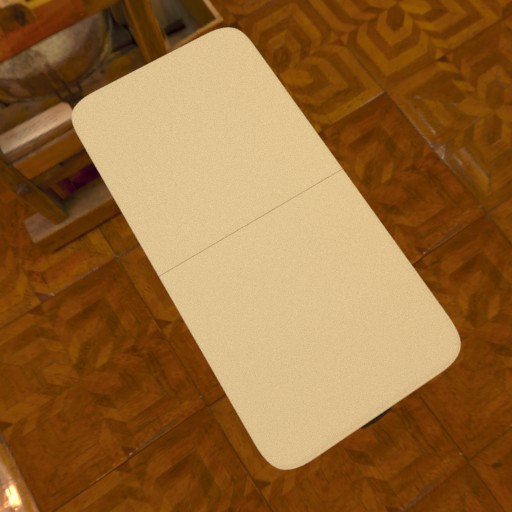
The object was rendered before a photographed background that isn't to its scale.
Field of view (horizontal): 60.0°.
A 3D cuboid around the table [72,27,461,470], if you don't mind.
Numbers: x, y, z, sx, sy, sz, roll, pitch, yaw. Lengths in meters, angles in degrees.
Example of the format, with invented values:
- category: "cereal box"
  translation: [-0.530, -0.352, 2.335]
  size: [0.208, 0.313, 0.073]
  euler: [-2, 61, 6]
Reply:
- category: "table"
  translation: [0.000, 0.000, 1.606]
  size: [0.611, 0.737, 1.245]
  euler: [-31, 78, -7]
